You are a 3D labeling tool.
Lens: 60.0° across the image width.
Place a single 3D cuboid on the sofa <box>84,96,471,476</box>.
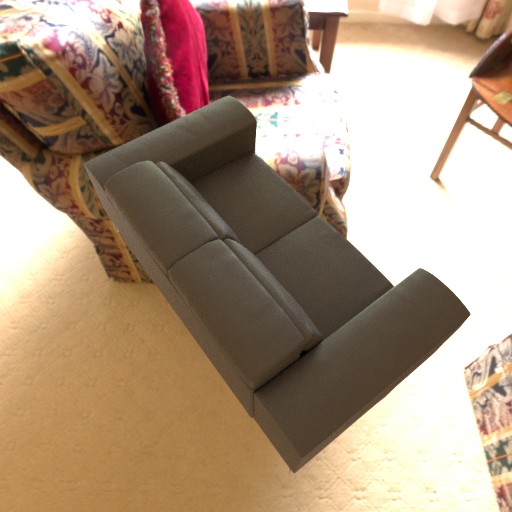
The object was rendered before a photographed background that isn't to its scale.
[{"bbox_3d":[0.000,0.000,2.385,1.003,0.779,1.895,-32,63,-19],"label":"sofa"}]
